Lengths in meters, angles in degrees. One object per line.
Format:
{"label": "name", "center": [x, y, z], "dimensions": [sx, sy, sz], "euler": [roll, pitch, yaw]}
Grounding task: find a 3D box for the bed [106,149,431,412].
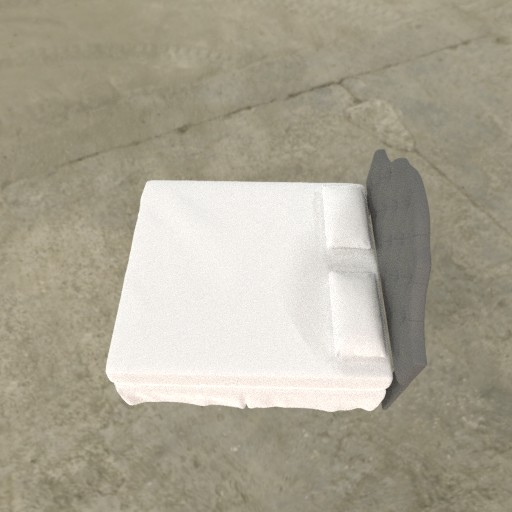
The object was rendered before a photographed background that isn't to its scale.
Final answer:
{"label": "bed", "center": [0.000, 0.000, 3.566], "dimensions": [2.214, 1.615, 2.008], "euler": [1, 56, 1]}
